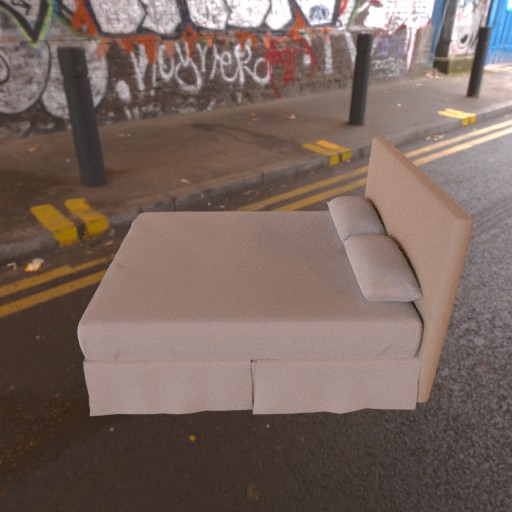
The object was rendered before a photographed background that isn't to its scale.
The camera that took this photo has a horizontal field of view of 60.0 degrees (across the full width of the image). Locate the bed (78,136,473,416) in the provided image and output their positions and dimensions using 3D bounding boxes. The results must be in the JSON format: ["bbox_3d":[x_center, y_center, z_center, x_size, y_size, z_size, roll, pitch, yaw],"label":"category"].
[{"bbox_3d":[0.000,0.000,3.184,2.142,1.330,1.748,0,29,-1],"label":"bed"}]
